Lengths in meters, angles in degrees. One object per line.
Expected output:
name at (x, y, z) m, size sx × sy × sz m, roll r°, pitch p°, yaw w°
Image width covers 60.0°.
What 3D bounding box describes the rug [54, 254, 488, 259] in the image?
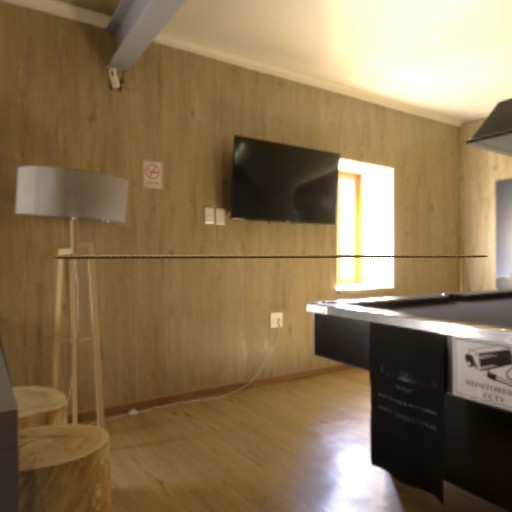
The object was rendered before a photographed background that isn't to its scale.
rug at (0.000, 0.000, 5.111) m, size 3.935 × 0.025 × 2.782 m, roll 0°, pitch 0°, yaw -17°
